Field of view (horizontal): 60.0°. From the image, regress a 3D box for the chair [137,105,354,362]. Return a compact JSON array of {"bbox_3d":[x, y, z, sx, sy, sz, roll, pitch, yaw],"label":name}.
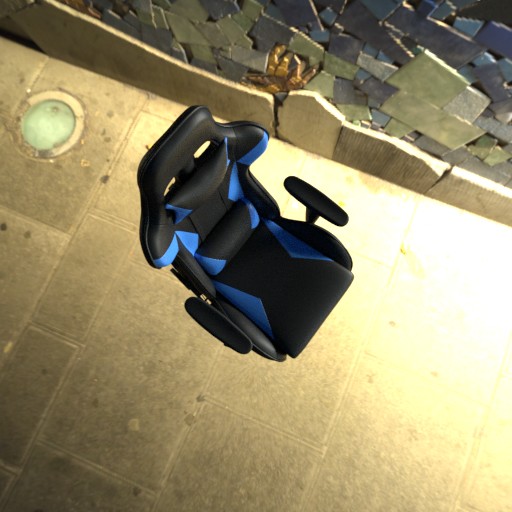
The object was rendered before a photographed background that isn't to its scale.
[{"bbox_3d":[0.000,0.000,1.706,0.730,1.282,0.695,37,79,8],"label":"chair"}]
